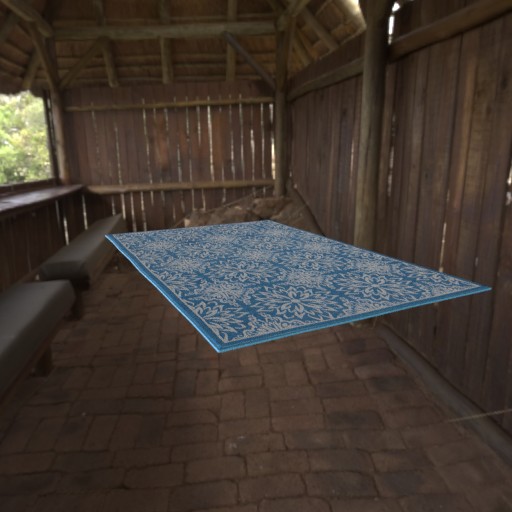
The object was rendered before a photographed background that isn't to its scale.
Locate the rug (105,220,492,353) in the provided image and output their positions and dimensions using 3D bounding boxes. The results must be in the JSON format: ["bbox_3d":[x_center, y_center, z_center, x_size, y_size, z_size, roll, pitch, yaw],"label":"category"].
[{"bbox_3d":[0.000,0.000,3.505,1.830,0.018,2.769,-8,16,-27],"label":"rug"}]
